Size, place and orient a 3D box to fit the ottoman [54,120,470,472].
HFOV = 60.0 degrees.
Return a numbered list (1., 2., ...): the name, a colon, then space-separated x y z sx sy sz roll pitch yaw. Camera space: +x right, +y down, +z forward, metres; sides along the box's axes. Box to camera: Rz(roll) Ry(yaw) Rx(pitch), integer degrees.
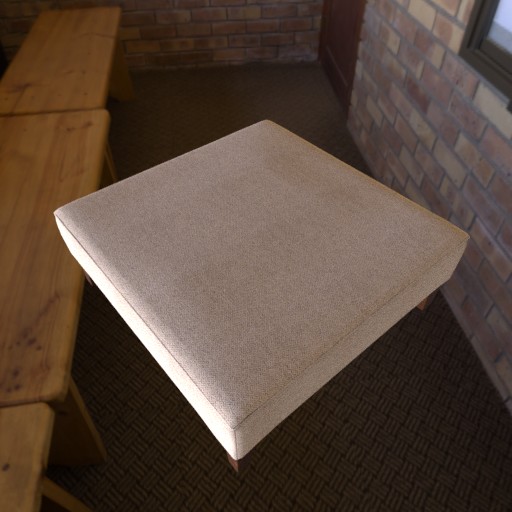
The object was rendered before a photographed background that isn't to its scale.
1. ottoman: 0.000 0.000 1.543 0.973 0.381 0.982 -31 53 -27
